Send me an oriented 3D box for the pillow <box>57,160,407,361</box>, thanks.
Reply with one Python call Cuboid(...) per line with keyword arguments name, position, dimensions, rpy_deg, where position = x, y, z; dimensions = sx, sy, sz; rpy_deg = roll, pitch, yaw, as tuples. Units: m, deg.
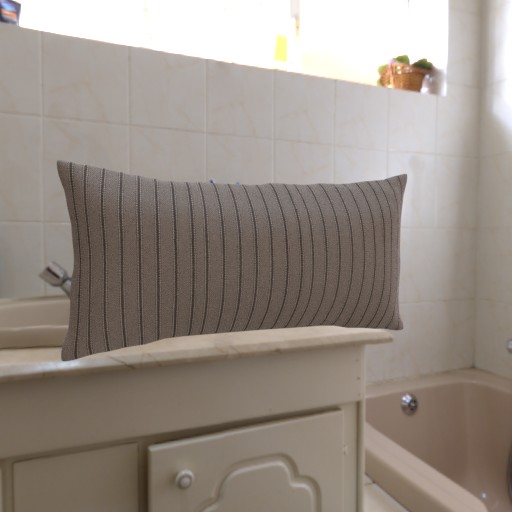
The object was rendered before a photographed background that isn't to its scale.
Cuboid(name="pillow", position=(0.000, 0.000, 0.745), dimensions=(0.609, 0.305, 0.151), rpy_deg=(-1, 2, -20))
